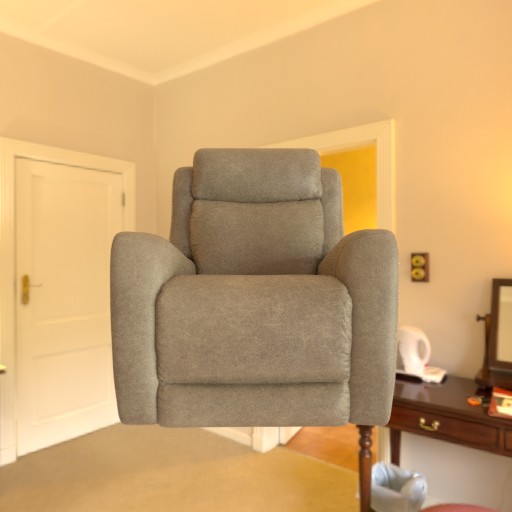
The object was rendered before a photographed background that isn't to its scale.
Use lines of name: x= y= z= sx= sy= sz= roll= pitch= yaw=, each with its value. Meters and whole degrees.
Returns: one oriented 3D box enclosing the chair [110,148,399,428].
chair: x=0.000 y=0.000 z=1.928 sx=0.965 sy=1.116 sz=1.068 roll=0 pitch=1 yaw=1
